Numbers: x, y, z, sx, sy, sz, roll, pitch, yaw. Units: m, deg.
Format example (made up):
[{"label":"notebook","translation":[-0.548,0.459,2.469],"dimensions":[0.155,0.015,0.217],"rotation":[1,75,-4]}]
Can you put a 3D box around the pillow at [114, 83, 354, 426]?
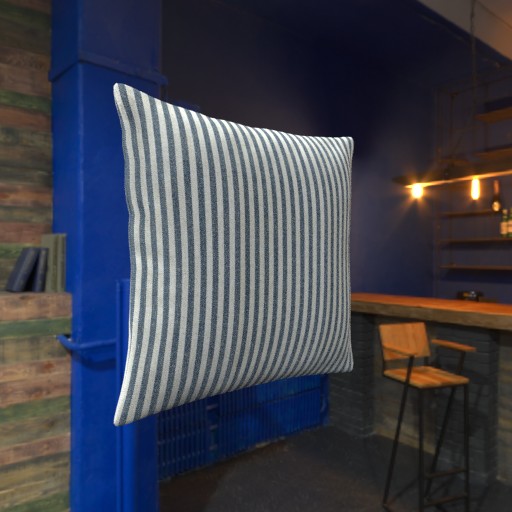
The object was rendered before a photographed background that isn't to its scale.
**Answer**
[{"label":"pillow","translation":[0.000,0.000,0.811],"dimensions":[0.523,0.510,0.166],"rotation":[0,0,-36]}]
